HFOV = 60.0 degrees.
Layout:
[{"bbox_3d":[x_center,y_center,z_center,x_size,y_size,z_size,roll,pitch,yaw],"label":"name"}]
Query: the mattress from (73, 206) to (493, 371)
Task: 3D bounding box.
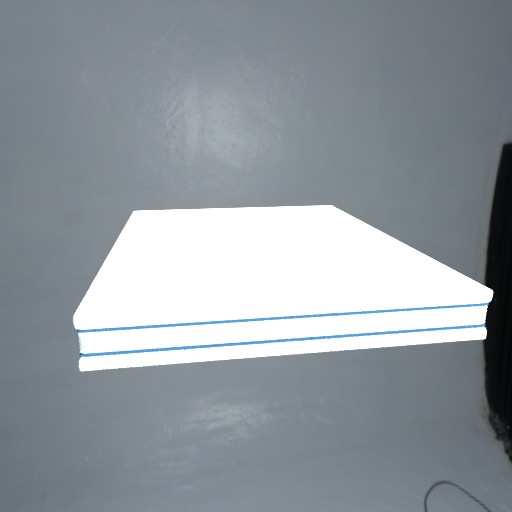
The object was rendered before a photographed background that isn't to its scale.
[{"bbox_3d":[0.000,0.000,2.618,1.600,0.230,2.000,-3,16,-9],"label":"mattress"}]
